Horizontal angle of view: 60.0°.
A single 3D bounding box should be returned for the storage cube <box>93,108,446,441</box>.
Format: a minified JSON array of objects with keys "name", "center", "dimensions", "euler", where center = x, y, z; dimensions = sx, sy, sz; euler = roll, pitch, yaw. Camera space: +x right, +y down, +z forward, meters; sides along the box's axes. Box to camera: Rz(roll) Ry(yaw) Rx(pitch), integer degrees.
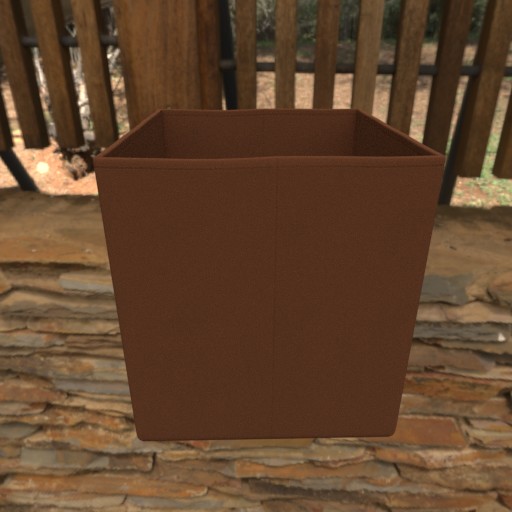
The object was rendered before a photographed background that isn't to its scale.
[{"name":"storage cube","center":[0.000,0.000,0.492],"dimensions":[0.270,0.280,0.270],"euler":[-1,26,-1]}]
